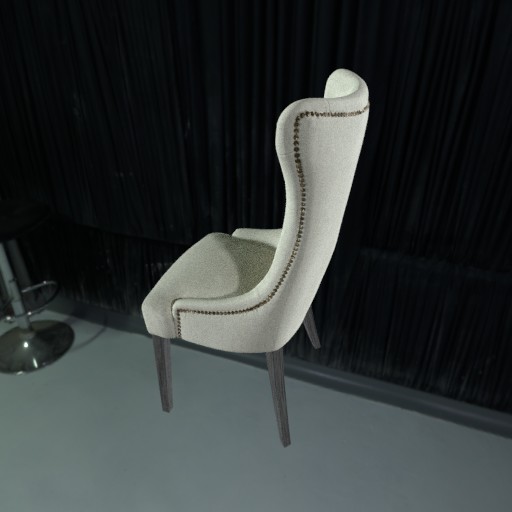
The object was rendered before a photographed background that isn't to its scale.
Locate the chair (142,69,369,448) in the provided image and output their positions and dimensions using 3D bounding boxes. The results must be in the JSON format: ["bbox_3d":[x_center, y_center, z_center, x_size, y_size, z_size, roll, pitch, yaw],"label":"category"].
[{"bbox_3d":[0.000,0.000,1.414,0.590,1.065,0.584,9,31,16],"label":"chair"}]
